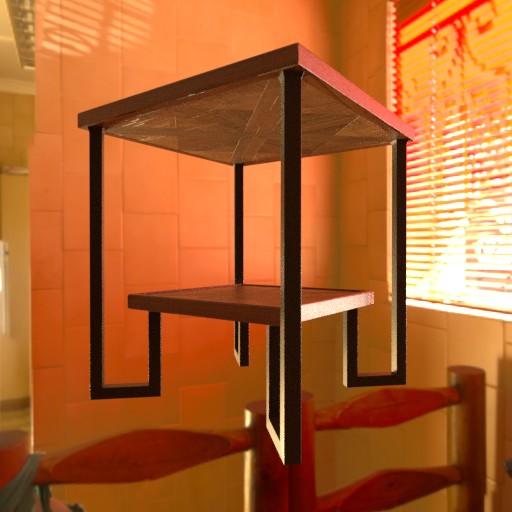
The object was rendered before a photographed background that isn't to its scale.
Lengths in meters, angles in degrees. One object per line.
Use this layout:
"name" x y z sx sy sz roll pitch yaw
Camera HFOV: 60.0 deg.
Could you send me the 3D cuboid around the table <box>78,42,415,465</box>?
"table" 0.000 0.000 0.927 0.503 0.563 0.503 0 1 36
